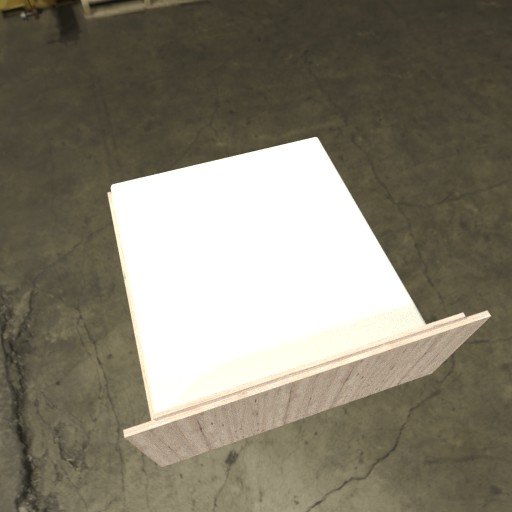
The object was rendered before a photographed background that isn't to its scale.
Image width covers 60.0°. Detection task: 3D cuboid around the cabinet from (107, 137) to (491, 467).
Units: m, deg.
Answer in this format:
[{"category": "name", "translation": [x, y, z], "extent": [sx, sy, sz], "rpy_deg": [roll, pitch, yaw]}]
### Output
[{"category": "cabinet", "translation": [0.000, 0.000, 3.122], "extent": [1.950, 0.970, 2.080], "rpy_deg": [-15, 58, -10]}]
